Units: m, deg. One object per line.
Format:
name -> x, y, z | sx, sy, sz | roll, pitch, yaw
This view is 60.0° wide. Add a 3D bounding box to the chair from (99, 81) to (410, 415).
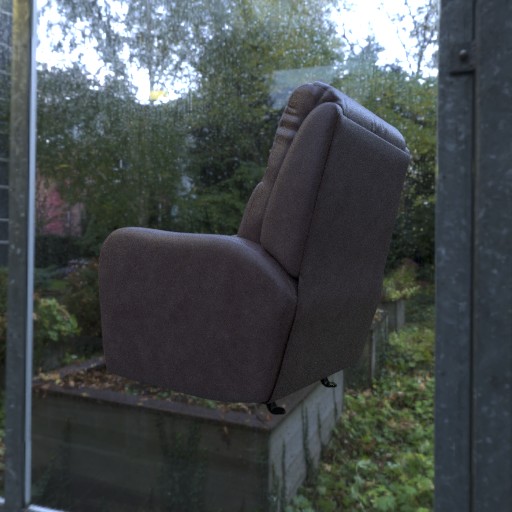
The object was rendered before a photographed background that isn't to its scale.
chair -> 0.000, 0.000, 1.821 | 1.067, 1.067, 0.865 | 0, 0, 36
